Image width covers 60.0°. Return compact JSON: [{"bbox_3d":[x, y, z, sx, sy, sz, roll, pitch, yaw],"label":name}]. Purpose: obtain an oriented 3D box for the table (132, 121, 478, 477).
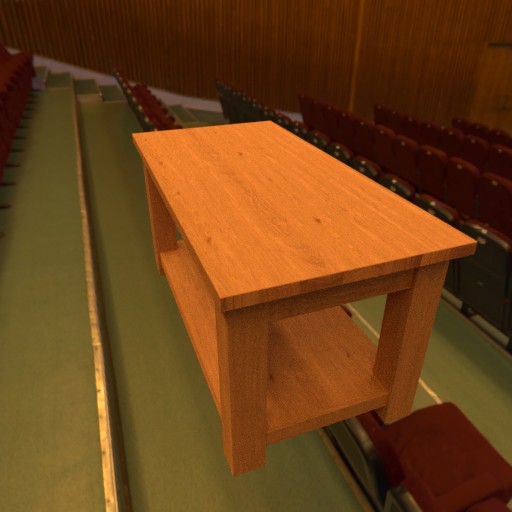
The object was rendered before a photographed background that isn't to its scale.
[{"bbox_3d":[0.000,0.000,1.148,0.450,0.452,0.899,-11,32,-18],"label":"table"}]
